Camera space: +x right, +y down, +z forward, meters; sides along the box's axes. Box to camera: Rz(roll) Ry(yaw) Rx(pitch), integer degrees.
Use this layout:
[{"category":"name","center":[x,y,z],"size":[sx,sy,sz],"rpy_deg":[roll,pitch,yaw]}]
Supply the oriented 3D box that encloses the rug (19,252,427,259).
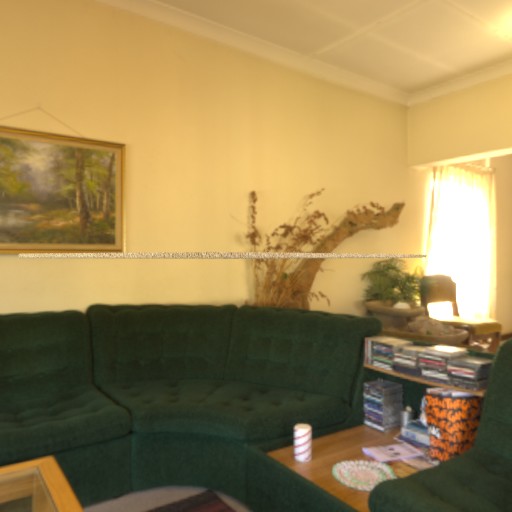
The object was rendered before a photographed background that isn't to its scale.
[{"category":"rug","center":[0.000,0.000,2.919],"size":[1.500,0.025,2.346],"rpy_deg":[0,0,37]}]
